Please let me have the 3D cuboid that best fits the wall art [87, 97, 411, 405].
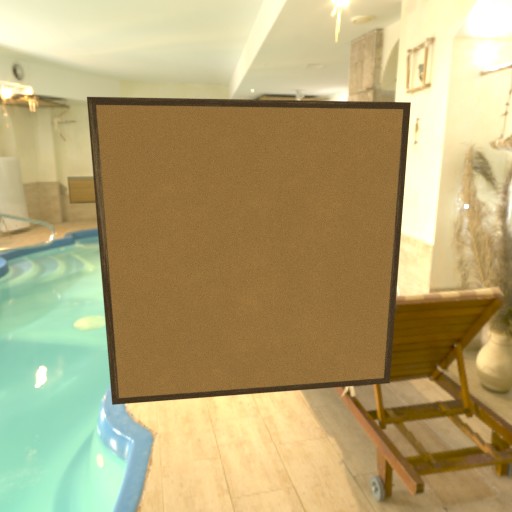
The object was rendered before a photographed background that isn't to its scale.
[{"bbox_3d":[0.000,0.000,1.141,0.762,0.758,0.043,-2,13,-8],"label":"wall art"}]
